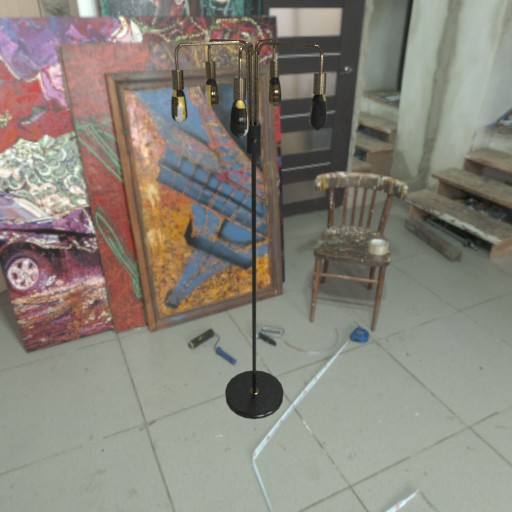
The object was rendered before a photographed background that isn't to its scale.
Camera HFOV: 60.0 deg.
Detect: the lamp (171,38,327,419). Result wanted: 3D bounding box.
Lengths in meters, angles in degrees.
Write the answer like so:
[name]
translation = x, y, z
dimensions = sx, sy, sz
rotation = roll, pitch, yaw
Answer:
[lamp]
translation = 0.000, 0.000, 1.967
dimensions = 0.599, 1.721, 0.572
rotation = 19, 34, 30
